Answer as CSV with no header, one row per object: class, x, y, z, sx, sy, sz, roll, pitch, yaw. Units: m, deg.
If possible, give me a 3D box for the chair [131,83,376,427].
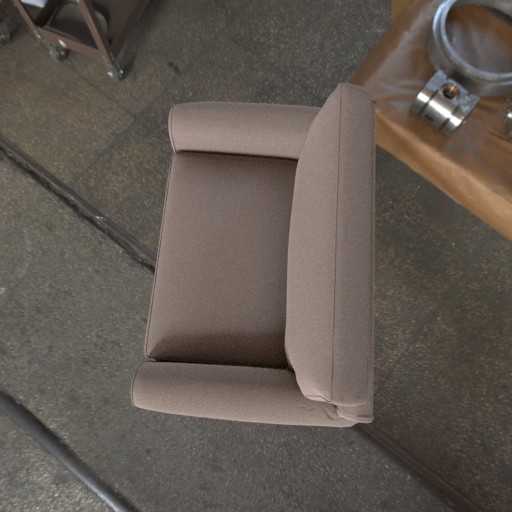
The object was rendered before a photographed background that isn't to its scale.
chair,0.000,0.000,2.003,0.930,0.930,1.390,4,75,1
